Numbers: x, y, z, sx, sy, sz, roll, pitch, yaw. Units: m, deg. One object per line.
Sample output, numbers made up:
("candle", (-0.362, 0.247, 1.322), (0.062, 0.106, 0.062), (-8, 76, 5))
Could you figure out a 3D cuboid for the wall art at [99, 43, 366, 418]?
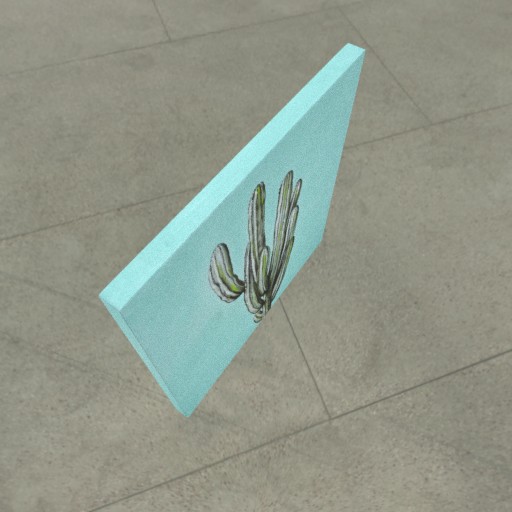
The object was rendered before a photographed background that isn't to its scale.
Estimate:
("wall art", (0.000, 0.000, 1.144), (0.054, 0.766, 0.765), (31, 64, 17))
